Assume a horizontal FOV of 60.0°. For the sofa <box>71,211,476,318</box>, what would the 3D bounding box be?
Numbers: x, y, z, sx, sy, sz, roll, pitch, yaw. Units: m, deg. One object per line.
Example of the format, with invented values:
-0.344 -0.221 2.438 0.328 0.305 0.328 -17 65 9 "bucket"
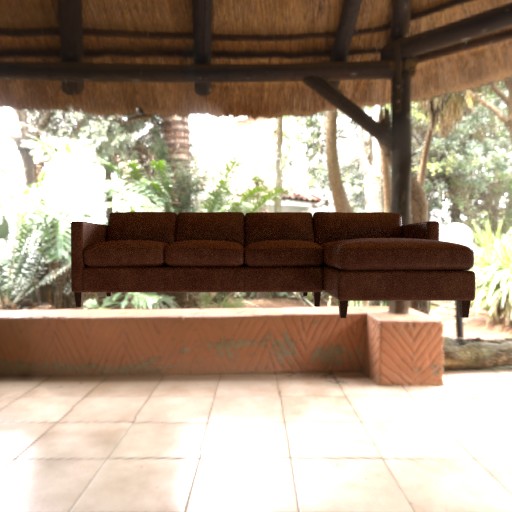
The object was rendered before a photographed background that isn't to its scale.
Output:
0.000 0.000 3.975 3.203 0.883 1.581 0 1 -1 "sofa"
